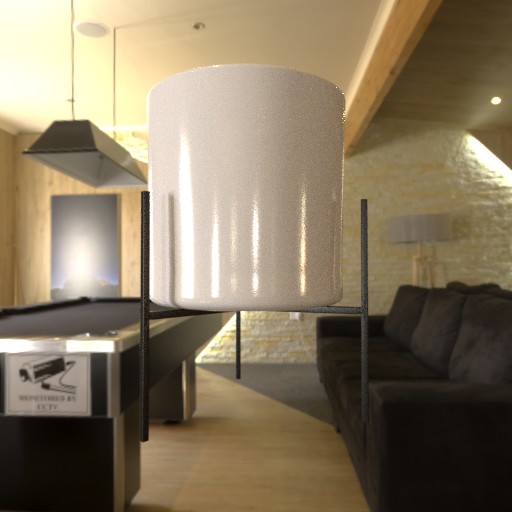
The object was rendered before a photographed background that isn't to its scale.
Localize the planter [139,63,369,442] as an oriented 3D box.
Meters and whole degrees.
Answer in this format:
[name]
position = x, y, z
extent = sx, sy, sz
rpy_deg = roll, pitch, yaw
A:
[planter]
position = 0.000, 0.000, 0.627
extent = 0.308, 0.431, 0.307
rpy_deg = 0, -1, 19
